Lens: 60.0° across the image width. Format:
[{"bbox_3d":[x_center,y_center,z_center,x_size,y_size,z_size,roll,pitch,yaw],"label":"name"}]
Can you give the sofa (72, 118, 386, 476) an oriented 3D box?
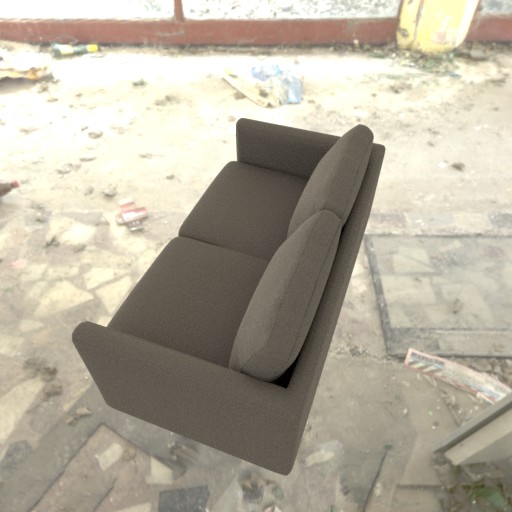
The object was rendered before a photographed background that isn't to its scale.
[{"bbox_3d":[0.000,0.000,2.248,0.940,0.866,1.713,15,48,14],"label":"sofa"}]
